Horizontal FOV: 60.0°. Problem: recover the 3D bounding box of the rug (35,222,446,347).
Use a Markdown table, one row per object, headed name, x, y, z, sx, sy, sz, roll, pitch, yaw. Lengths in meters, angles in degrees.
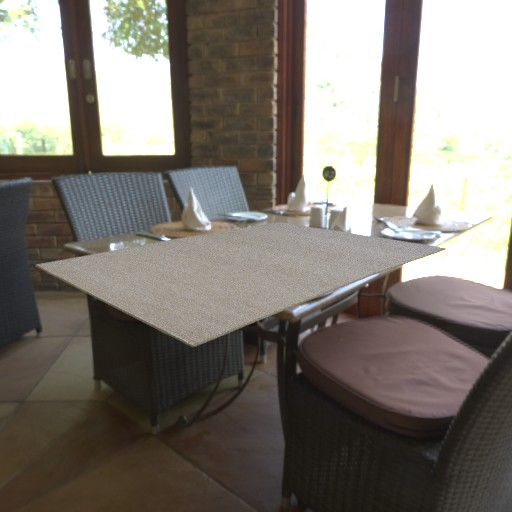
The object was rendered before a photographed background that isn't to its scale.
| name | x | y | z | sx | sy | sz | roll | pitch | yaw |
| --- | --- | --- | --- | --- | --- | --- | --- | --- | --- |
| rug | 0.000 | 0.000 | 3.741 | 2.869 | 0.038 | 2.032 | -13 | 19 | -43 |
